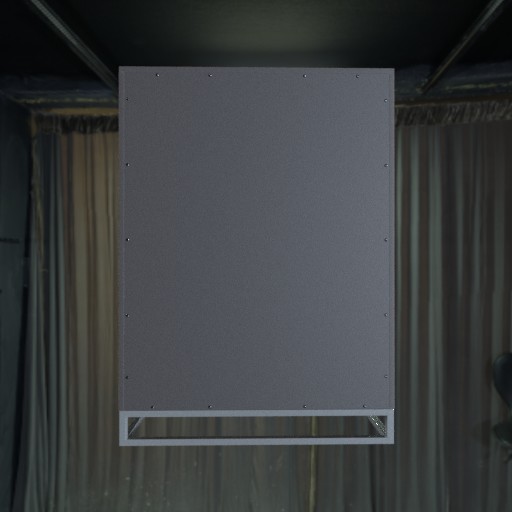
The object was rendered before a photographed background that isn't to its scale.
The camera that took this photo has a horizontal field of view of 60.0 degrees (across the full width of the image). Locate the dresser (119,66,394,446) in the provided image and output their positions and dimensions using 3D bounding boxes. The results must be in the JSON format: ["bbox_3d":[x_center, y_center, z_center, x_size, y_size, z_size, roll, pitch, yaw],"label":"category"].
[{"bbox_3d":[0.000,0.000,1.802,0.965,1.321,0.508,0,0,-1],"label":"dresser"}]
